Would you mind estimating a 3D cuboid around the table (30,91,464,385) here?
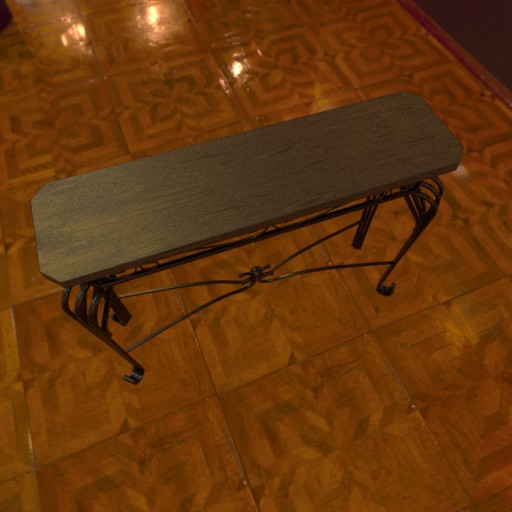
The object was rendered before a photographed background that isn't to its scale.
[{"bbox_3d":[0.000,0.000,1.446,1.112,0.800,0.329,-17,60,-10],"label":"table"}]
